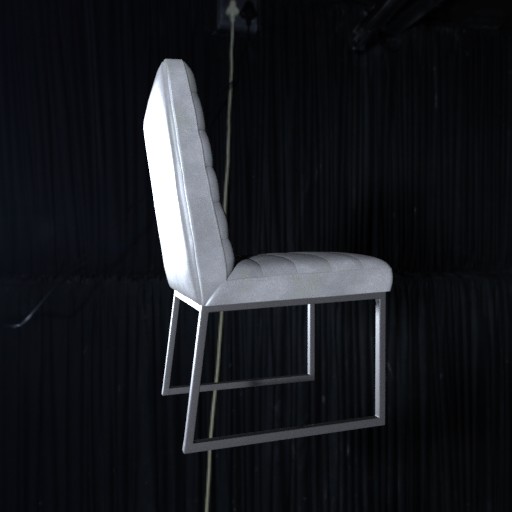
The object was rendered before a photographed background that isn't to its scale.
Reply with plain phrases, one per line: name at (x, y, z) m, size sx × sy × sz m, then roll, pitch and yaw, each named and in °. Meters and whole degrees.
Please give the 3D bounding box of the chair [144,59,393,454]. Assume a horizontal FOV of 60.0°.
chair at (0.000, 0.000, 1.342) m, size 0.634 × 0.930 × 0.520 m, roll 0°, pitch 1°, yaw -18°
